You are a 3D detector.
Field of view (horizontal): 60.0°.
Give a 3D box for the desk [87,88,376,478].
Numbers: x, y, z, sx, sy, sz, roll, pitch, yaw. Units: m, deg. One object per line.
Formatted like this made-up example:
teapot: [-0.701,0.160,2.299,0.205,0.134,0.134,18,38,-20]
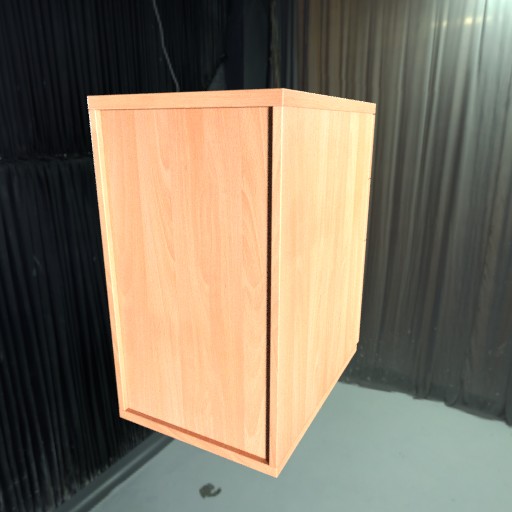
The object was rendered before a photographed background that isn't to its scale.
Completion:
desk: [0.000,0.000,1.103,0.404,0.730,0.600,8,19,26]
